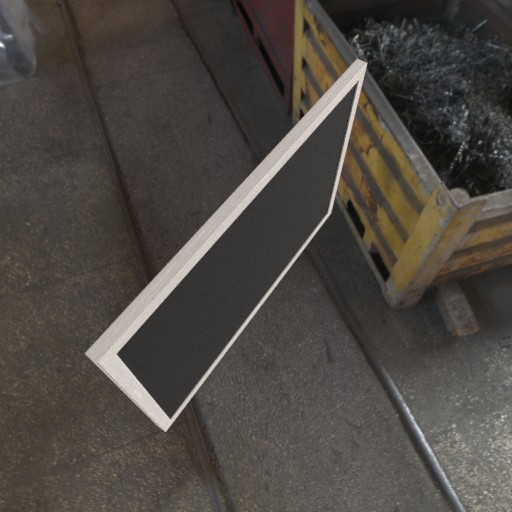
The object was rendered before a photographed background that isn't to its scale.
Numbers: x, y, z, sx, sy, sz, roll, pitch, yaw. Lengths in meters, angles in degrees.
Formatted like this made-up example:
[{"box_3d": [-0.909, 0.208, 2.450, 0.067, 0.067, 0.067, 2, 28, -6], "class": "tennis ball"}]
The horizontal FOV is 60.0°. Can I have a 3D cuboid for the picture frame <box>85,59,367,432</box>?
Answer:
[{"box_3d": [0.000, 0.000, 1.205, 0.029, 0.640, 0.950, 31, 64, 17], "class": "picture frame"}]
